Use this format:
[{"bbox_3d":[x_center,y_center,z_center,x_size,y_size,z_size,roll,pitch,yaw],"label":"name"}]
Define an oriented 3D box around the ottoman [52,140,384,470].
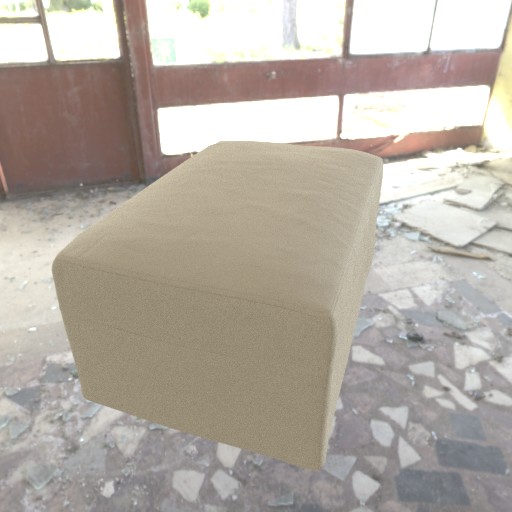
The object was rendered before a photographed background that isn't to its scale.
[{"bbox_3d":[0.000,0.000,1.186,0.590,0.444,0.872,10,32,16],"label":"ottoman"}]
